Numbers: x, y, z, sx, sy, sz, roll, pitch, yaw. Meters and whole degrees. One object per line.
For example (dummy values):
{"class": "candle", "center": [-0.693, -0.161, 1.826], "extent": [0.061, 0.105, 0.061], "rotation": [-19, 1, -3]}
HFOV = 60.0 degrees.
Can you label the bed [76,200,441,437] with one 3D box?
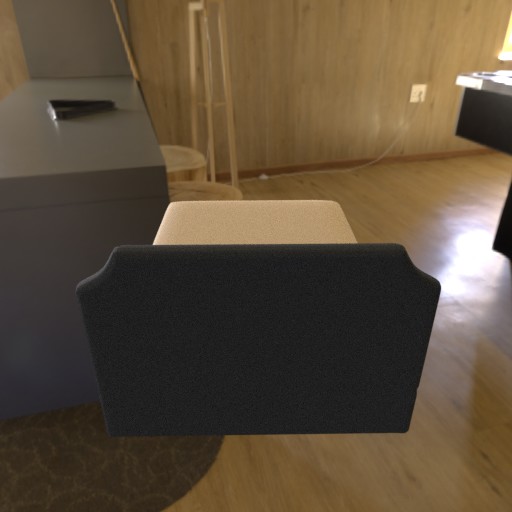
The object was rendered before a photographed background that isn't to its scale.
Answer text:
{"class": "bed", "center": [0.000, 0.000, 3.354], "extent": [1.831, 1.297, 2.260], "rotation": [0, 29, -1]}
